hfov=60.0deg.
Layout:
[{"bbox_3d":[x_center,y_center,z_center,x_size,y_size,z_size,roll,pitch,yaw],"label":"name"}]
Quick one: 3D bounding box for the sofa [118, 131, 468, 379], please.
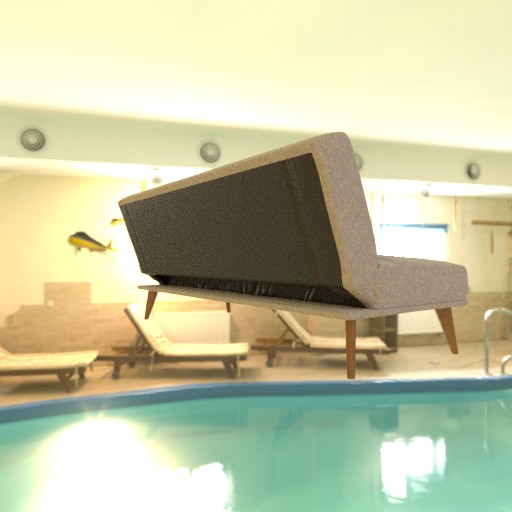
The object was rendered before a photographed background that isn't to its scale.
[{"bbox_3d":[0.000,0.000,2.296,0.860,0.810,1.800,0,0,-36],"label":"sofa"}]
